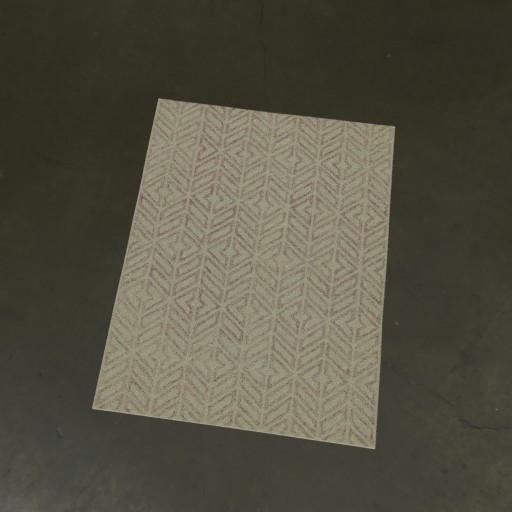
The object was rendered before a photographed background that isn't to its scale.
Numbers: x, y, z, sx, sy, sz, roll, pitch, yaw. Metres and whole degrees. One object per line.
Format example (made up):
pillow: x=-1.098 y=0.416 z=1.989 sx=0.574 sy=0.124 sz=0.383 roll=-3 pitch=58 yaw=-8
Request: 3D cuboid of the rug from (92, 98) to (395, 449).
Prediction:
rug: x=0.000 y=0.000 z=4.130 sx=2.421 sy=0.008 sz=3.045 roll=7 pitch=76 yaw=2
